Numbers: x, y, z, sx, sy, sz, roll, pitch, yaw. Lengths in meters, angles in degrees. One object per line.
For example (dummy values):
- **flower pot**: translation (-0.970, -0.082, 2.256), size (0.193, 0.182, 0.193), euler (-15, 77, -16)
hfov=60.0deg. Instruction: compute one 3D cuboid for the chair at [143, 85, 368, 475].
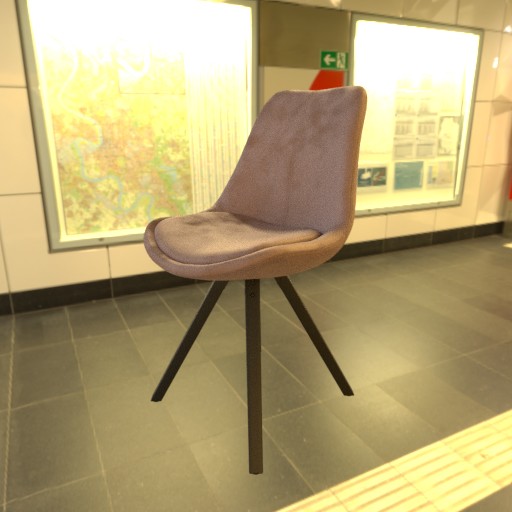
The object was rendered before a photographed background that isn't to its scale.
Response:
- **chair**: translation (0.000, 0.000, 1.180), size (0.483, 0.865, 0.547), euler (15, 22, 41)
